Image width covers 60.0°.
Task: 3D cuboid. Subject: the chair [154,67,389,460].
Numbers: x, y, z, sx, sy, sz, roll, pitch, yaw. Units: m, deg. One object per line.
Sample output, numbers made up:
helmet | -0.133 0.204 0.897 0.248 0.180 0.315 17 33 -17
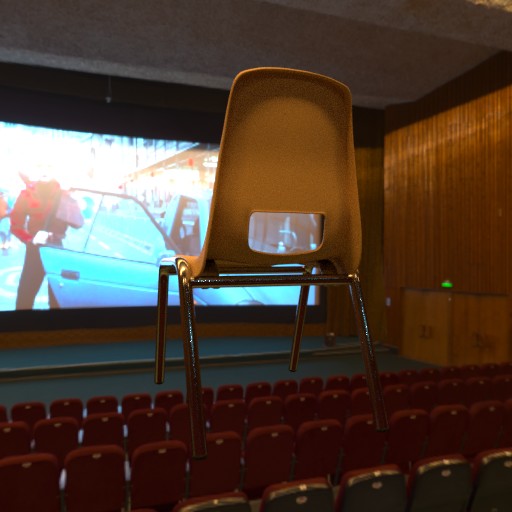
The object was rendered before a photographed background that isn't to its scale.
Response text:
chair | 0.000 0.000 0.875 0.354 0.586 0.423 0 0 -19
